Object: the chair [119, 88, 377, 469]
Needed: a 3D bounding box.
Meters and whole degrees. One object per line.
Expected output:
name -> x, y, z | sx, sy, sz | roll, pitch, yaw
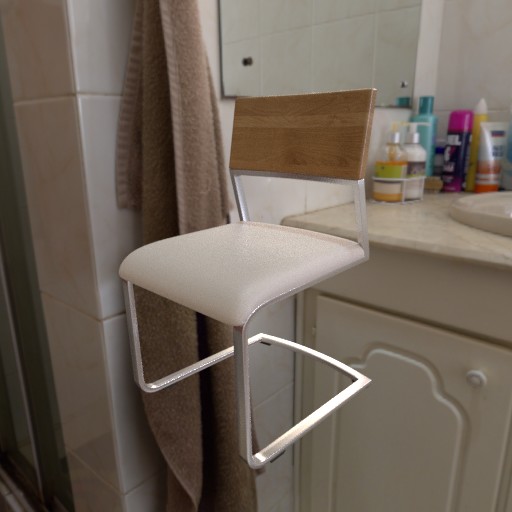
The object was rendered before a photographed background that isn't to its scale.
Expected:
chair -> 0.000, 0.000, 1.198 | 0.467, 0.844, 0.585 | 15, 22, 42
